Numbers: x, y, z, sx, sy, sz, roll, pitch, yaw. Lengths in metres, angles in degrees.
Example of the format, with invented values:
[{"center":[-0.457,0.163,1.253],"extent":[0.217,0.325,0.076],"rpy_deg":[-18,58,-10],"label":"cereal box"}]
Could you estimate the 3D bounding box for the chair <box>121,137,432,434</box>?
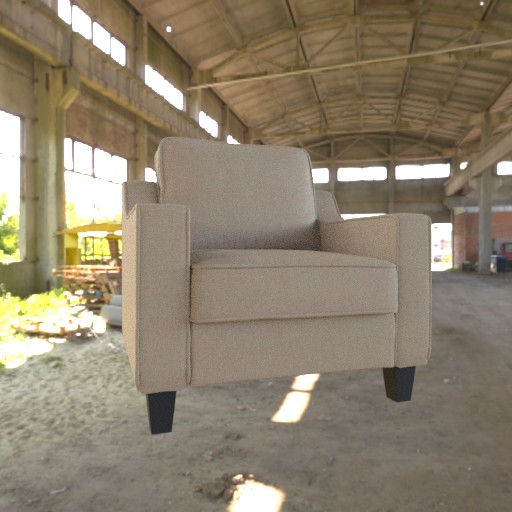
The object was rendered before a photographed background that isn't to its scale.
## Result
[{"center":[0.000,0.000,1.641],"extent":[0.922,0.948,0.882],"rpy_deg":[0,0,-19],"label":"chair"}]
